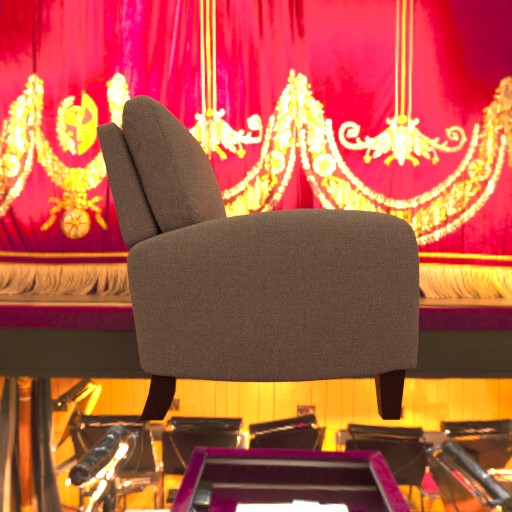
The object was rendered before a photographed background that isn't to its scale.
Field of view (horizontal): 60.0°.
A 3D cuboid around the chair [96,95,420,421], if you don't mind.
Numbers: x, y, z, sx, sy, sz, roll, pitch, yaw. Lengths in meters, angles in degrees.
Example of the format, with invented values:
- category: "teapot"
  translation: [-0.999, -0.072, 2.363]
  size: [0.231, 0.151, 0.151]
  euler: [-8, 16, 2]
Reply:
- category: "chair"
  translation: [0.000, 0.000, 1.653]
  size: [0.990, 0.990, 0.762]
  euler: [0, 0, 0]
